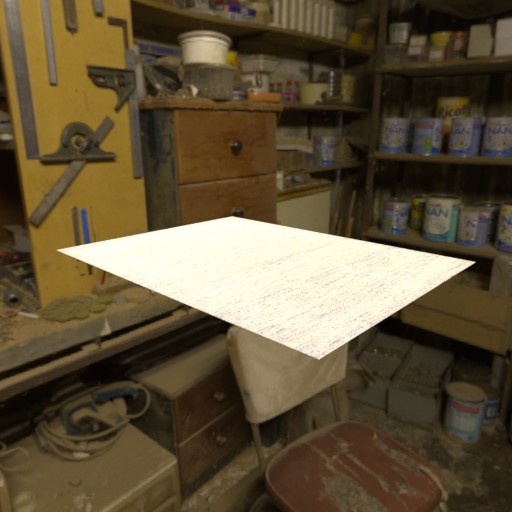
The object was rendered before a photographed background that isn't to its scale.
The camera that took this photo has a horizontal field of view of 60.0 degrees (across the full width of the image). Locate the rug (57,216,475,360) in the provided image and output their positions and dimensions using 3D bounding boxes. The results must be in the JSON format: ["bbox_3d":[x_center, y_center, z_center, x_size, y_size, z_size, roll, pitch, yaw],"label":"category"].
[{"bbox_3d":[0.000,0.000,4.241,3.197,0.006,2.438,15,21,41],"label":"rug"}]
